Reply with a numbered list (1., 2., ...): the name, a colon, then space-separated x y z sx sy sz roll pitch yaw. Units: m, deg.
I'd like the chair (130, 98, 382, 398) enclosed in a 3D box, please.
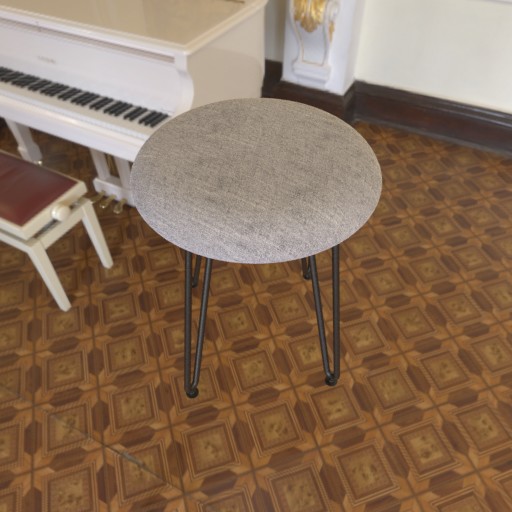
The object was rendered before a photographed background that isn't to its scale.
1. chair: 0.000 0.000 0.669 0.350 0.386 0.350 31 54 26
